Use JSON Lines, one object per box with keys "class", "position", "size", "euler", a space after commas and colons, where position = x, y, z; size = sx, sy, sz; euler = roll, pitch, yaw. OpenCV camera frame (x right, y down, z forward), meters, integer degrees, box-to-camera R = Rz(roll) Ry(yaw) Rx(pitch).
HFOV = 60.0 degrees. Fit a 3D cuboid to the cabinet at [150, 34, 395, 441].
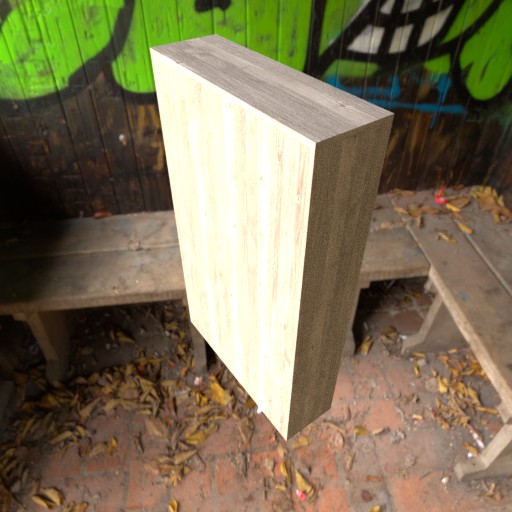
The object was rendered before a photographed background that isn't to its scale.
{"class": "cabinet", "position": [0.000, 0.000, 1.596], "size": [0.250, 1.280, 0.750], "euler": [-26, 48, -26]}
